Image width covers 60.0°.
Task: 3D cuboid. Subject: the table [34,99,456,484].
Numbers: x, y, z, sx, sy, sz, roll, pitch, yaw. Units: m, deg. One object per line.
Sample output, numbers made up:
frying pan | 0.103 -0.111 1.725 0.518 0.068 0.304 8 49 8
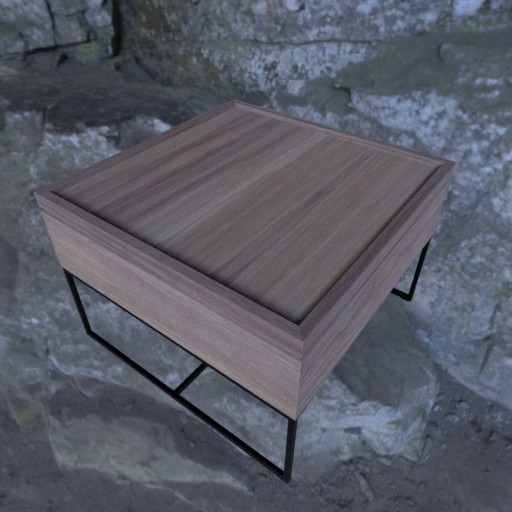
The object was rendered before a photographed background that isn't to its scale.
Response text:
table | 0.000 0.000 1.141 0.676 0.464 0.679 26 46 28
